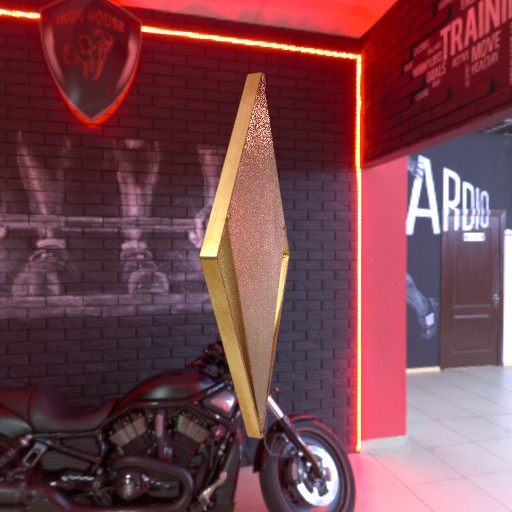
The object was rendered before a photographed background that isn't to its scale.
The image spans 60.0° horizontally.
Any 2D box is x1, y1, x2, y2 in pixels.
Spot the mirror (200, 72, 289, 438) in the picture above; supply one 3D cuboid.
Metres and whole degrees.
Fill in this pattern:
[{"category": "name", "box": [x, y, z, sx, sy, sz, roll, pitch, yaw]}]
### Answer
[{"category": "mirror", "box": [0.000, 0.000, 0.826, 0.032, 0.679, 0.419, 0, 0, 18]}]
